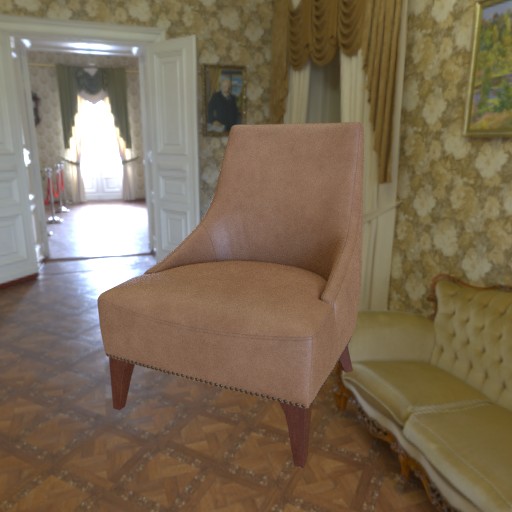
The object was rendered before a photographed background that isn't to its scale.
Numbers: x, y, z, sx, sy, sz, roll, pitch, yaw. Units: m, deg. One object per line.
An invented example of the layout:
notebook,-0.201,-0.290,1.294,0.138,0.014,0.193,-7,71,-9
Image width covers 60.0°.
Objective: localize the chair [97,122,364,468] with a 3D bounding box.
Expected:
chair,0.000,0.000,1.528,0.701,0.909,0.861,6,15,24
